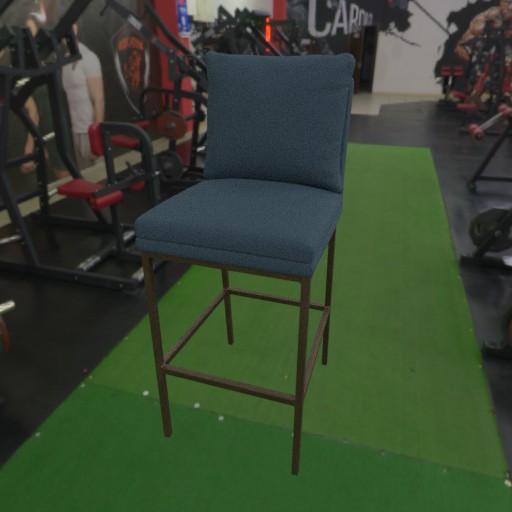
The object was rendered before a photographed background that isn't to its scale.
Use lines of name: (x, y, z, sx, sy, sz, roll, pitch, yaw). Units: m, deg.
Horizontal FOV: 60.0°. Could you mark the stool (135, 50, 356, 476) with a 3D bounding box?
stool: (0.000, 0.000, 1.350, 0.463, 1.124, 0.568, 9, 28, 17)
